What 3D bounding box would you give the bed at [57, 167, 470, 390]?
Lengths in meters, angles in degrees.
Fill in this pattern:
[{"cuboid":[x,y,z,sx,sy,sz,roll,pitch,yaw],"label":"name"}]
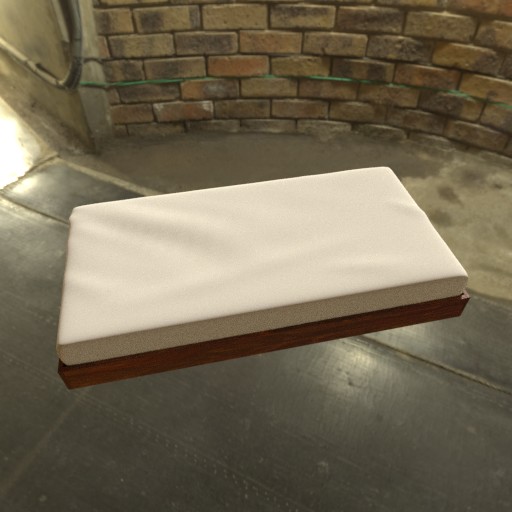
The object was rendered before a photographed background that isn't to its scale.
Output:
[{"cuboid":[0.000,0.000,2.260,1.860,0.312,0.940,-9,47,-8],"label":"bed"}]
